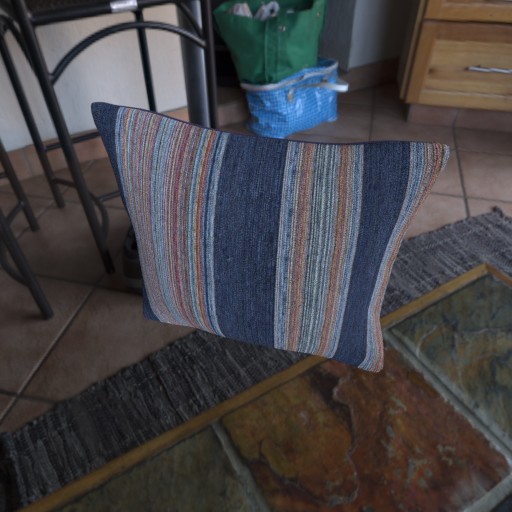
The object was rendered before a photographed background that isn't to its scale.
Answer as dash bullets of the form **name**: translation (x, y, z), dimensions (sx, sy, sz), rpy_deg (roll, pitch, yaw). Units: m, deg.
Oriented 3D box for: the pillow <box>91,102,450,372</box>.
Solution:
- **pillow**: translation (0.000, 0.000, 0.649), dimensions (0.437, 0.419, 0.136), rpy_deg (11, 43, 12)
